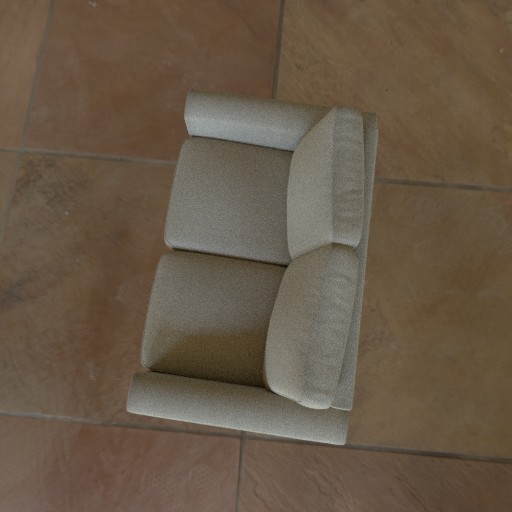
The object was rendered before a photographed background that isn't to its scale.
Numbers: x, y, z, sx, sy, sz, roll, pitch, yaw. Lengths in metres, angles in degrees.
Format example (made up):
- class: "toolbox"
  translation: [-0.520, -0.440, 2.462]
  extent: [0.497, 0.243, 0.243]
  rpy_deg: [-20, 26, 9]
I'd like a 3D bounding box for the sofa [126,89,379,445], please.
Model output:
- class: "sofa"
  translation: [0.000, 0.000, 2.223]
  extent: [1.016, 0.873, 1.616]
  rpy_deg: [8, 78, 2]
